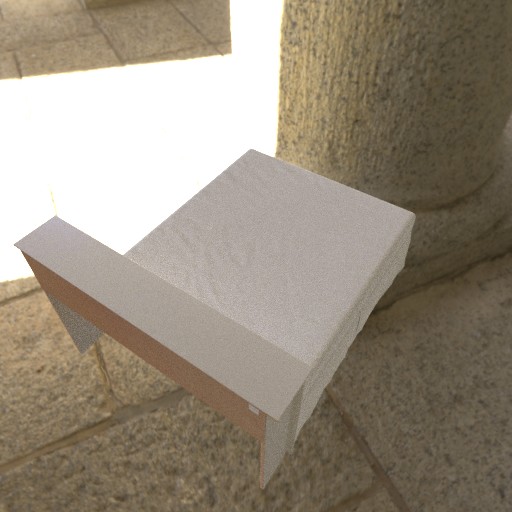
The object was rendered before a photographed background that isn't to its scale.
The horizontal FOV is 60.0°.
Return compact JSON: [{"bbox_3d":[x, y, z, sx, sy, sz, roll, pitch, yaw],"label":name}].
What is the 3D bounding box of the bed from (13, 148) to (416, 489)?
[{"bbox_3d":[0.000,0.000,3.029,1.671,1.092,2.133,27,54,22],"label":"bed"}]
